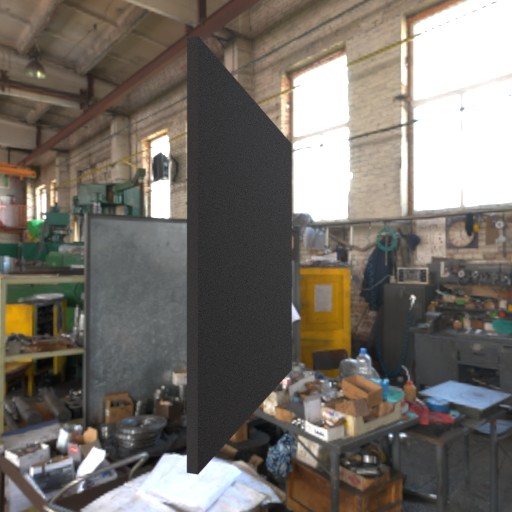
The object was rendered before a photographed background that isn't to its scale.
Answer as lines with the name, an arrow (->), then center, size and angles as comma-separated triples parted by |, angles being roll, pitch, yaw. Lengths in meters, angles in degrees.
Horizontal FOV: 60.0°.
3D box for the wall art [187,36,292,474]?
wall art -> 0.000, 0.000, 0.682 | 0.013, 0.458, 0.456 | 0, 0, 17
